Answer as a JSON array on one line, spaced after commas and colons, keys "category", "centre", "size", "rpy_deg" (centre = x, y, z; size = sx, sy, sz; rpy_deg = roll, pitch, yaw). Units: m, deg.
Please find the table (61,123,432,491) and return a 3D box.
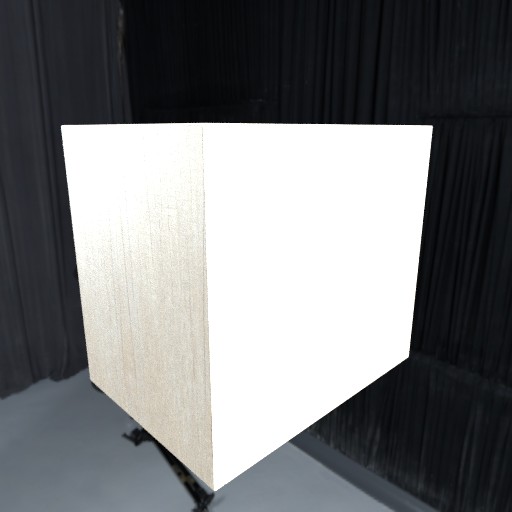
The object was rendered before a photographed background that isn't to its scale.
[{"category": "table", "centre": [0.000, 0.000, 0.904], "size": [0.570, 0.510, 0.420], "rpy_deg": [-15, 22, -42]}]
